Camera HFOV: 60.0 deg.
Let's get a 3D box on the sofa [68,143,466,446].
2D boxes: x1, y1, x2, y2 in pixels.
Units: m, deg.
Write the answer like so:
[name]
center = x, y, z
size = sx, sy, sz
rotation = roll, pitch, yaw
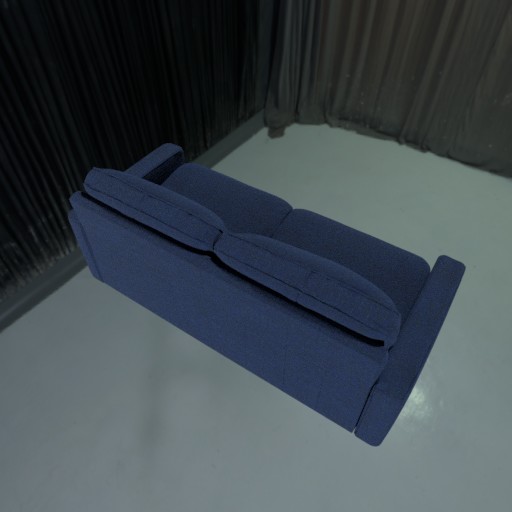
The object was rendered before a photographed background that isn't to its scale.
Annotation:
[sofa]
center = 0.000, 0.000, 2.541
size = 2.080, 0.919, 0.940
rotation = 26, 53, 22
